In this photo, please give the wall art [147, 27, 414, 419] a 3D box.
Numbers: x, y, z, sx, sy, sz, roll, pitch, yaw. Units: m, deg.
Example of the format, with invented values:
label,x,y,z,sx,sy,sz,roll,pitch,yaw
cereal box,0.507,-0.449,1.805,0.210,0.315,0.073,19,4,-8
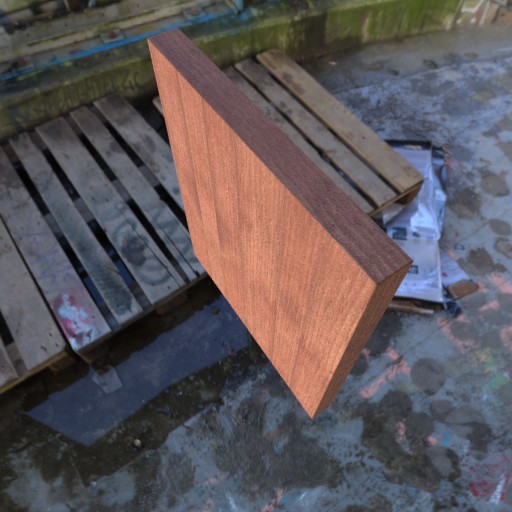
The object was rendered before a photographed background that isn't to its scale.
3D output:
label,x,y,z,sx,sy,sz,roll,pitch,yaw
wall art,0.000,0.000,0.608,0.039,0.449,0.377,-30,62,-17
